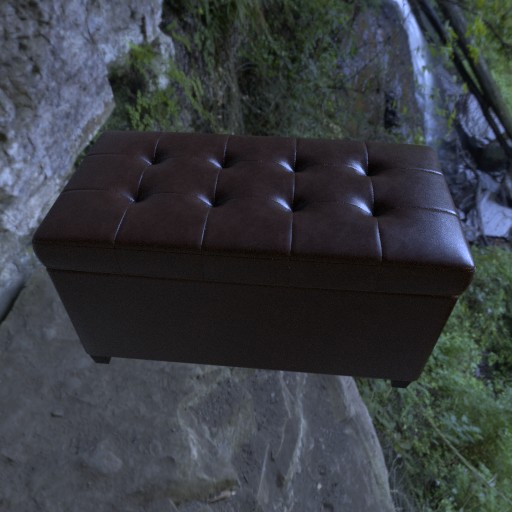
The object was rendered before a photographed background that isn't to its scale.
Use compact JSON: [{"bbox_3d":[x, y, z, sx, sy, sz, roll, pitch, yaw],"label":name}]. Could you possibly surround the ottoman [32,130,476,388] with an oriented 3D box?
[{"bbox_3d":[0.000,0.000,1.107,0.838,0.470,0.432,4,45,4],"label":"ottoman"}]
